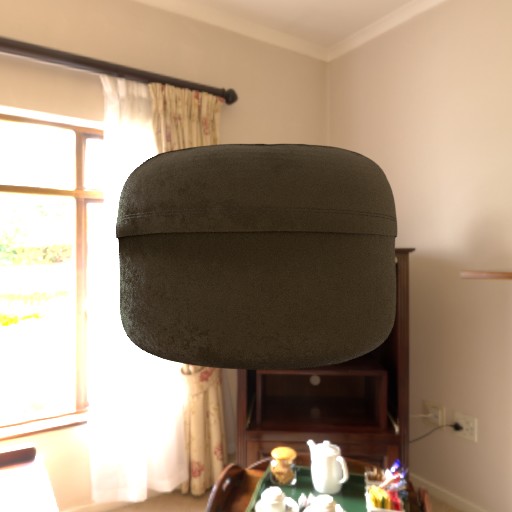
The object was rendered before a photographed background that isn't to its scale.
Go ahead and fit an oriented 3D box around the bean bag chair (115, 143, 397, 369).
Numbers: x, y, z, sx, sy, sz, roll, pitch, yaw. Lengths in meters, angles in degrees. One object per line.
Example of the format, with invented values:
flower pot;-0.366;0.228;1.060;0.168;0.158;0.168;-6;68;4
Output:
bean bag chair;0.000;0.000;1.511;0.918;0.605;0.918;0;0;0
